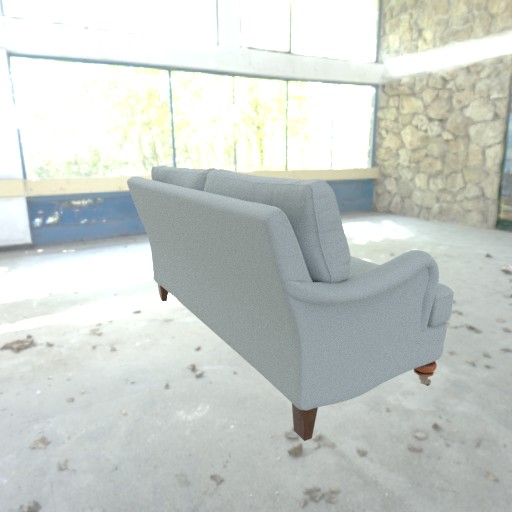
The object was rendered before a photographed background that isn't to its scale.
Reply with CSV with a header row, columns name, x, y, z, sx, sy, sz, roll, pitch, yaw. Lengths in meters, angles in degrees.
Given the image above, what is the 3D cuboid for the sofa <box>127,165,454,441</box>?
name,x,y,z,sx,sy,sz,roll,pitch,yaw
sofa,0.000,0.000,2.787,1.069,1.096,2.193,-7,16,-28
